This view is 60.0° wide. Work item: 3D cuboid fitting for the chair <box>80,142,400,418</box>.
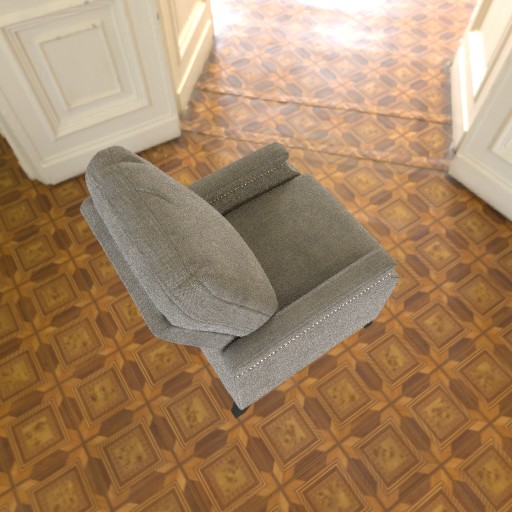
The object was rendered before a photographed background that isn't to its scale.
[{"bbox_3d":[0.000,0.000,1.633,0.922,1.049,0.710,-30,63,-17],"label":"chair"}]
